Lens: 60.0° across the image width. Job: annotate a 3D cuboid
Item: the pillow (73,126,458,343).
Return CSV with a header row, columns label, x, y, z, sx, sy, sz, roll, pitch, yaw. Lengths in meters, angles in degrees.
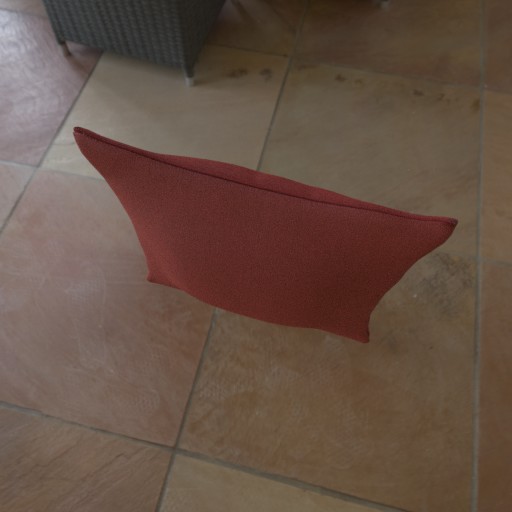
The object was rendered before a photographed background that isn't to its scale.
label,x,y,z,sx,sy,sz,roll,pitch,yaw
pillow,0.000,0.000,0.658,0.435,0.416,0.151,15,64,7
